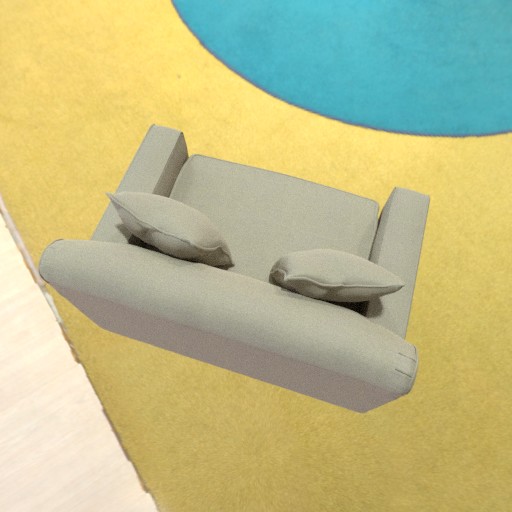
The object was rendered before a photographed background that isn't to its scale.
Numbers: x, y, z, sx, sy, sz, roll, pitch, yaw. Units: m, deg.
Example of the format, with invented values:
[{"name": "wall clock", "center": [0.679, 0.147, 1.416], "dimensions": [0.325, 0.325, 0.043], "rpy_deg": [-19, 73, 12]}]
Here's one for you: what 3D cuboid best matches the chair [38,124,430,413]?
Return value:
[{"name": "chair", "center": [0.000, 0.000, 2.062], "dimensions": [1.383, 0.948, 1.000], "rpy_deg": [16, 66, 7]}]
